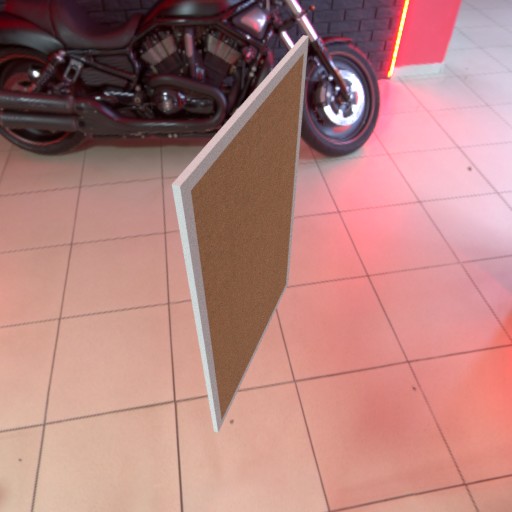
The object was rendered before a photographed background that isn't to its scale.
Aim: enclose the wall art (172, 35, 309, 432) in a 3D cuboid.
[{"bbox_3d":[0.000,0.000,1.254,0.015,0.965,0.660,17,49,15],"label":"wall art"}]
